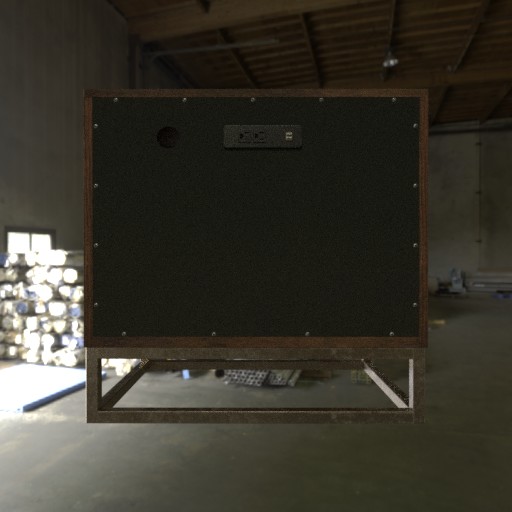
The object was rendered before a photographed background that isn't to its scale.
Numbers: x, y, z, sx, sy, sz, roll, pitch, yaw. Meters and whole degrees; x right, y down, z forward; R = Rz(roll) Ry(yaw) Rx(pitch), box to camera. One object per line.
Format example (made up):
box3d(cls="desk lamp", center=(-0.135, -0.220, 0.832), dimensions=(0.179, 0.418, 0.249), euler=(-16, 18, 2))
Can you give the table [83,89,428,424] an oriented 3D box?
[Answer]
box3d(cls="table", center=(0.000, 0.000, 1.249), dimensions=(0.767, 0.746, 0.542), euler=(0, 0, 0))
